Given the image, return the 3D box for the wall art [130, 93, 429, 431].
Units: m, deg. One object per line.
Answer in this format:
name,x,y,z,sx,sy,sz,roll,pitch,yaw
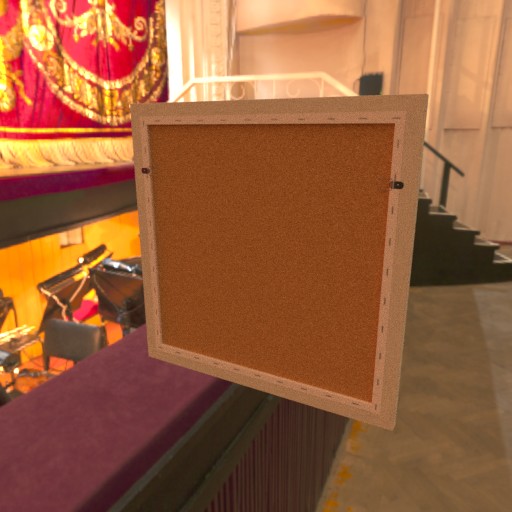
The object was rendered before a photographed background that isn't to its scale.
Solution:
wall art,0.000,0.000,1.526,1.016,1.016,0.045,9,18,27
